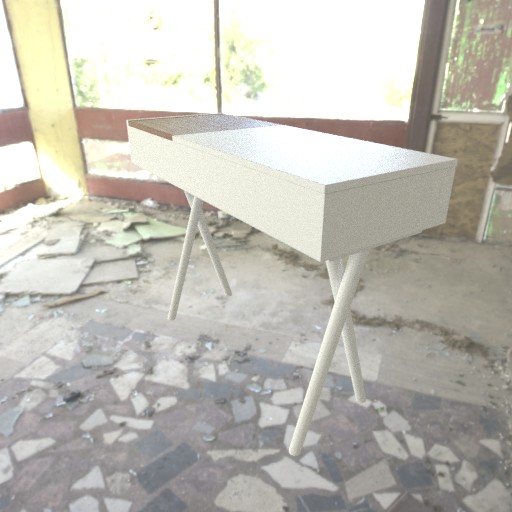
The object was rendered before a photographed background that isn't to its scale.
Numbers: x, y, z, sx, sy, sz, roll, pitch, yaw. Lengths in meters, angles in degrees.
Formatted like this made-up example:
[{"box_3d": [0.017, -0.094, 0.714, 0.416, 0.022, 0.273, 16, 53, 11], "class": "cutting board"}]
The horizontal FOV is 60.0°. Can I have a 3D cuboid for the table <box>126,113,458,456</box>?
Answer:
[{"box_3d": [0.000, 0.000, 1.467, 0.418, 0.785, 1.066, -15, 29, -31], "class": "table"}]
